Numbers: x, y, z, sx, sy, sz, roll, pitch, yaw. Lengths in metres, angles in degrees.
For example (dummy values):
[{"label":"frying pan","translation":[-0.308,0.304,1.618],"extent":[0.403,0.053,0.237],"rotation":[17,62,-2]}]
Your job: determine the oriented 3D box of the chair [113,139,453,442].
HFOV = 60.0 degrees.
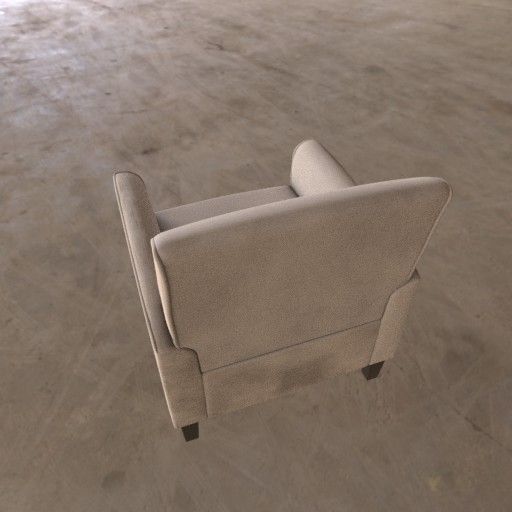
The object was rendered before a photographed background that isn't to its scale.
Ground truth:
[{"label":"chair","translation":[0.000,0.000,1.543],"extent":[0.820,0.915,0.821],"rotation":[-13,43,-15]}]
